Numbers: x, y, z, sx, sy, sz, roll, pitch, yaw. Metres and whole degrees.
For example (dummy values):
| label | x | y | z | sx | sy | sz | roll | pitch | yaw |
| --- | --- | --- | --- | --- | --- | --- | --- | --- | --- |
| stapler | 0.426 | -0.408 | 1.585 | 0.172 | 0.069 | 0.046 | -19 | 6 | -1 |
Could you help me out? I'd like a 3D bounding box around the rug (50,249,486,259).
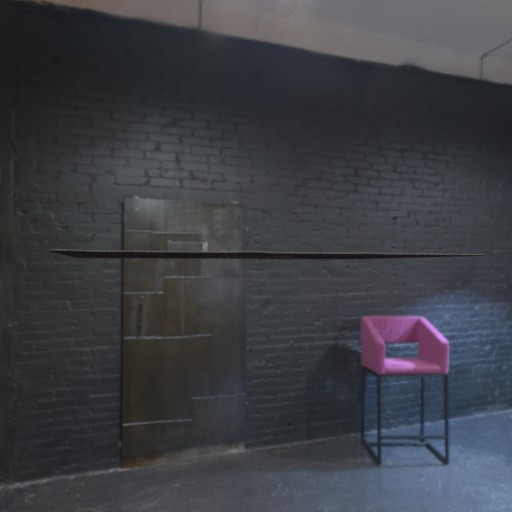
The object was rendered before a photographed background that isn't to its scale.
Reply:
| label | x | y | z | sx | sy | sz | roll | pitch | yaw |
| --- | --- | --- | --- | --- | --- | --- | --- | --- | --- |
| rug | 0.000 | 0.000 | 2.309 | 1.820 | 0.012 | 1.207 | 0 | -1 | -18 |
